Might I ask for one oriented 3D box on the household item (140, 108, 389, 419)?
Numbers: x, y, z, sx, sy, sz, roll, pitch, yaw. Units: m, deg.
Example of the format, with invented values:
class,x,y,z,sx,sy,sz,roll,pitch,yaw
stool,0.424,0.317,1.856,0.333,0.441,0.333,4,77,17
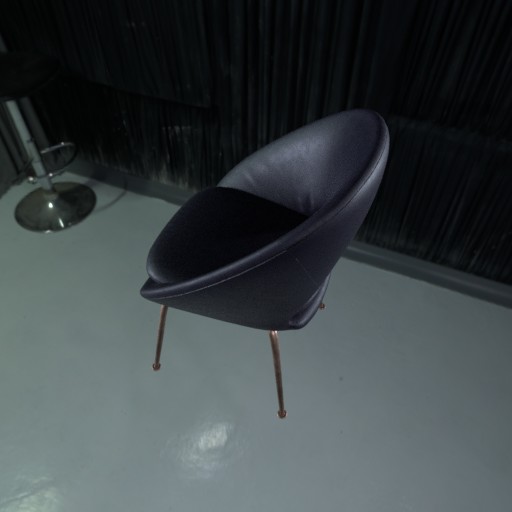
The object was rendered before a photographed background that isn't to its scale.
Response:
class,x,y,z,sx,sy,sz,roll,pitch,yaw
household item,0.000,0.000,1.263,0.573,0.852,0.623,16,49,15
